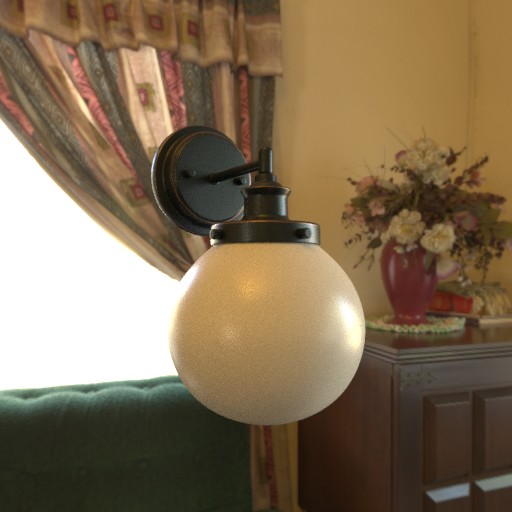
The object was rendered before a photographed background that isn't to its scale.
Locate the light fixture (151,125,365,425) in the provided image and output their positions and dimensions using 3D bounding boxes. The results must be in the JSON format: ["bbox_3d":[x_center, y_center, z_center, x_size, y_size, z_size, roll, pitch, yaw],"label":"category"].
[{"bbox_3d":[0.000,0.000,0.467,0.197,0.332,0.230,1,-2,-36],"label":"light fixture"}]
